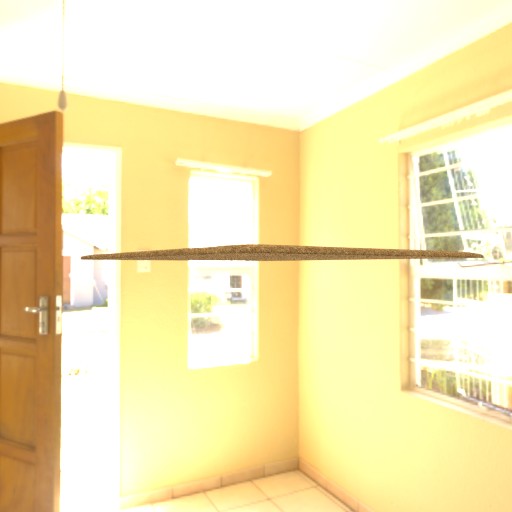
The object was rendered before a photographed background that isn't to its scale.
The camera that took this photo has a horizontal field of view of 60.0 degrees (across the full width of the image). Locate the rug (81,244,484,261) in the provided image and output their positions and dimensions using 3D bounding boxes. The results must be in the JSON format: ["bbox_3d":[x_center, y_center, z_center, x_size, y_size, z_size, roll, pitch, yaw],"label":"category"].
[{"bbox_3d":[0.000,0.000,3.798,2.242,0.050,2.873,1,-2,-36],"label":"rug"}]
